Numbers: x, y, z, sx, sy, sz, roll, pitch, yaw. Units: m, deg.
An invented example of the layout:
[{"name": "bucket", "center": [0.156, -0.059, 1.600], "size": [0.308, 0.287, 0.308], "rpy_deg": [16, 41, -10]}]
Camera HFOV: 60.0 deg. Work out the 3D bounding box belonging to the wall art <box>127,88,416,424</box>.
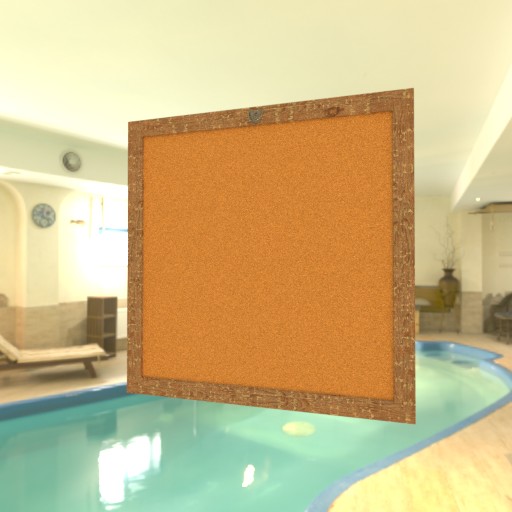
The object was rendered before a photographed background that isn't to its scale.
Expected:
[{"name": "wall art", "center": [0.000, 0.000, 0.563], "size": [0.380, 0.380, 0.022], "rpy_deg": [0, -1, 19]}]
